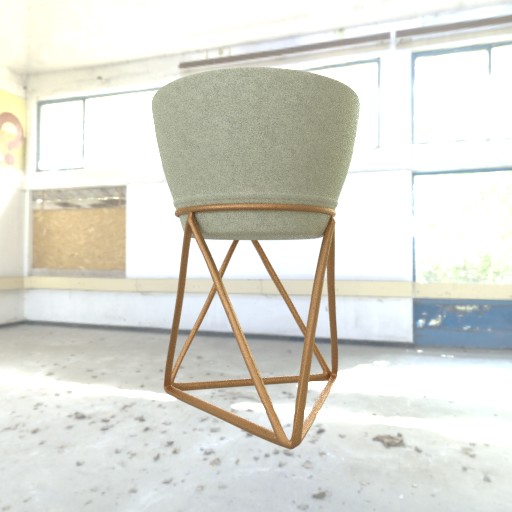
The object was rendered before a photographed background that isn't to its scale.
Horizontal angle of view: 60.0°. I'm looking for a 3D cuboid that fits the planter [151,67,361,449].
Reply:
[{"bbox_3d":[0.000,0.000,0.763,0.350,0.504,0.350,0,0,18],"label":"planter"}]
